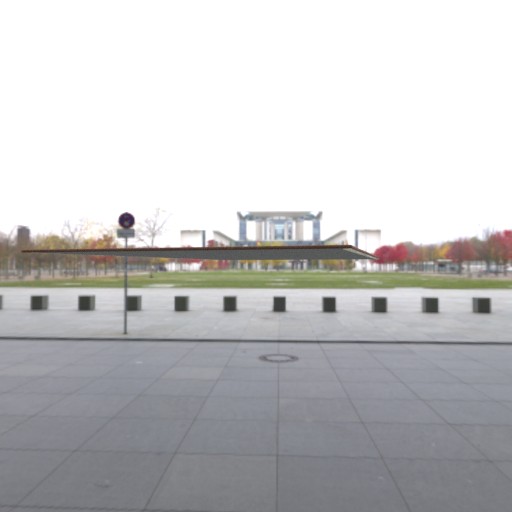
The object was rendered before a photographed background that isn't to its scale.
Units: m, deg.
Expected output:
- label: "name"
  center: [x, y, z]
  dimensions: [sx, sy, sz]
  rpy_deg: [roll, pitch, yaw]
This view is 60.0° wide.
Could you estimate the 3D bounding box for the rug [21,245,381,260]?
- label: "rug"
  center: [0.000, 0.000, 2.995]
  dimensions: [1.524, 0.014, 2.438]
  rpy_deg: [0, -1, 18]
